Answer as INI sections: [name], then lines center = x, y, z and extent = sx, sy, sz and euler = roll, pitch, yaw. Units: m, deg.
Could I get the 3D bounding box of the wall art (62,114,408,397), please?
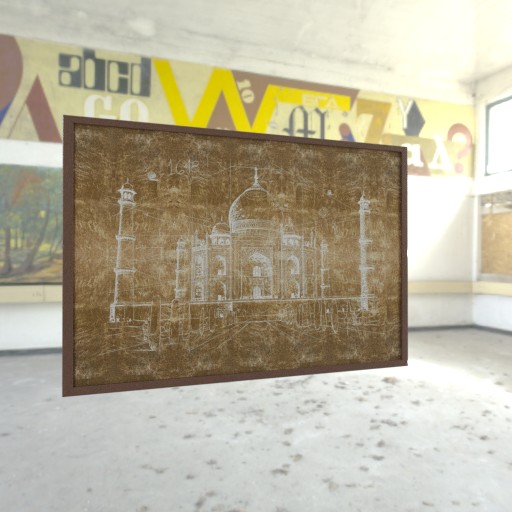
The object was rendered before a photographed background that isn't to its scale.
[wall art]
center = 0.000, 0.000, 0.822
extent = 0.660, 0.455, 0.014
euler = 0, 0, -18
